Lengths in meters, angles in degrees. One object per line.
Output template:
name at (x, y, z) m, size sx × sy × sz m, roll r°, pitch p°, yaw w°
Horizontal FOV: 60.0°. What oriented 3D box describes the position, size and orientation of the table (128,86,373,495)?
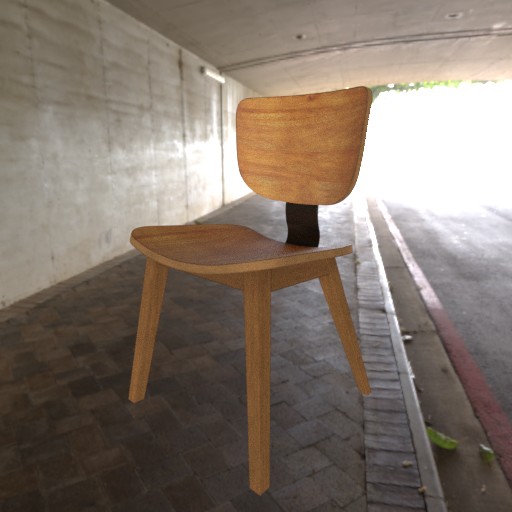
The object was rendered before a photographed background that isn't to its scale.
table at (0.000, 0.000, 1.120) m, size 0.499 × 0.805 × 0.500 m, roll 13°, pitch 19°, yaw 43°
